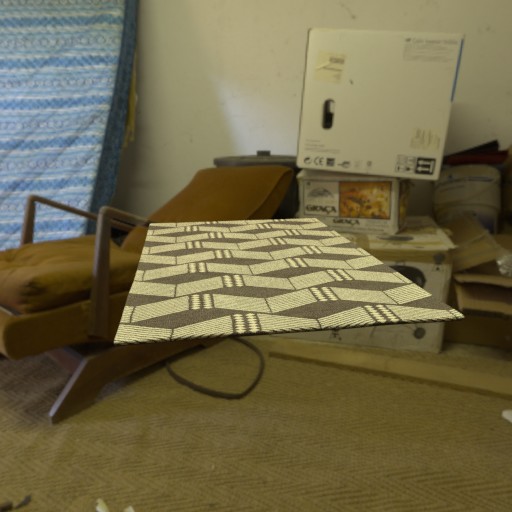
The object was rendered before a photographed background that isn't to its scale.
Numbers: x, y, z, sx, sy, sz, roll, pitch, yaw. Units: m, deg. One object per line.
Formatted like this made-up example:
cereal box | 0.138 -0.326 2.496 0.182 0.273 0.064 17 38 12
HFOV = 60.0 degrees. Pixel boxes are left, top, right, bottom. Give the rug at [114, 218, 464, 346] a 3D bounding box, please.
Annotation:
rug | 0.000 0.000 2.344 1.210 0.016 1.833 -3 16 -9
